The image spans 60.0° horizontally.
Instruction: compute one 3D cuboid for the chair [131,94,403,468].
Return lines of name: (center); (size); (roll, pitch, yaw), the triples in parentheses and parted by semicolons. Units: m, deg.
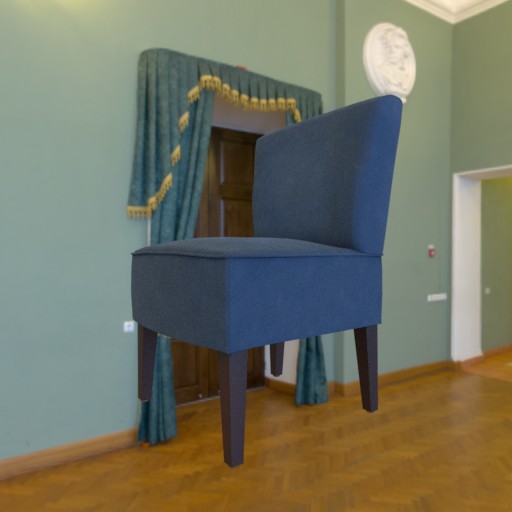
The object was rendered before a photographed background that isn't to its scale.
chair: (0.000, 0.000, 1.161); (0.551, 0.806, 0.521); (-1, 1, -36)
